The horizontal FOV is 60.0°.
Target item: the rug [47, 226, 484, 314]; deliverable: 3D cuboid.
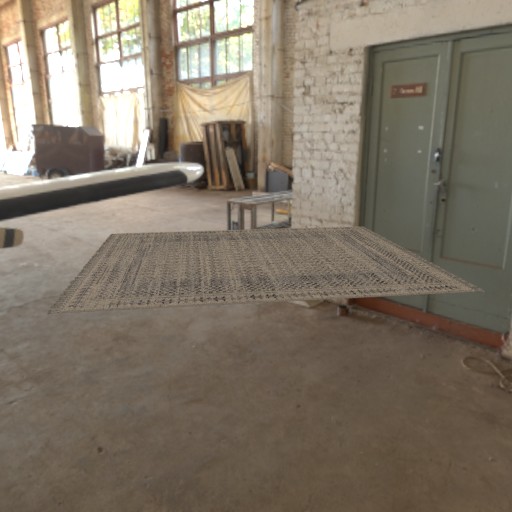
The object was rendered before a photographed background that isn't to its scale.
[{"bbox_3d":[0.000,0.000,4.000,2.940,0.013,2.312,-2,15,-8],"label":"rug"}]
